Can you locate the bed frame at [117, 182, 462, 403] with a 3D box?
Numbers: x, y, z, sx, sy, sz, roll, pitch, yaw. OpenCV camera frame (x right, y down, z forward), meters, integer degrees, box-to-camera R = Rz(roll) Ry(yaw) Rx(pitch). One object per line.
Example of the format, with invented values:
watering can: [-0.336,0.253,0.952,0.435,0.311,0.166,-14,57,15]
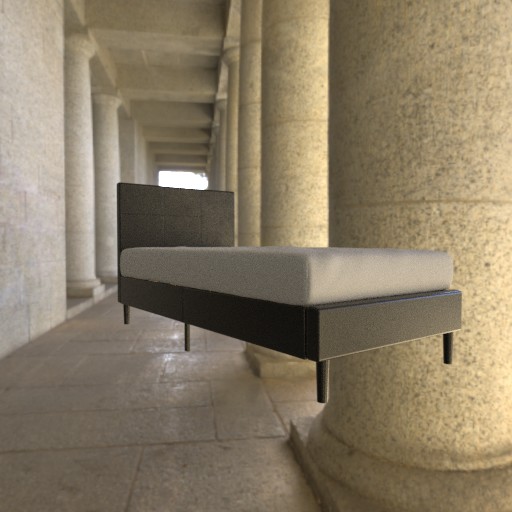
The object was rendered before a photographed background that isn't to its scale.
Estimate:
bed frame: [0.000,0.000,2.609,1.038,1.046,2.152,-1,2,-37]
